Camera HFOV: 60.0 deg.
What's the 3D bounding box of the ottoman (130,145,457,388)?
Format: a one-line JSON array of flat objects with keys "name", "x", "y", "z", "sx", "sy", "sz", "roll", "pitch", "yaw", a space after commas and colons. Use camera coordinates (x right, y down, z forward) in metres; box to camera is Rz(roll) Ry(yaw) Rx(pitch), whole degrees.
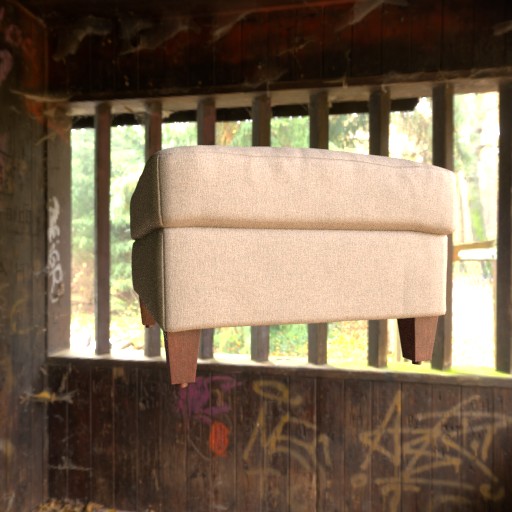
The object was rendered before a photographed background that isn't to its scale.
[{"name": "ottoman", "x": 0.000, "y": 0.000, "z": 1.314, "sx": 0.692, "sy": 0.511, "sz": 0.902, "roll": 0, "pitch": 0, "yaw": -18}]
